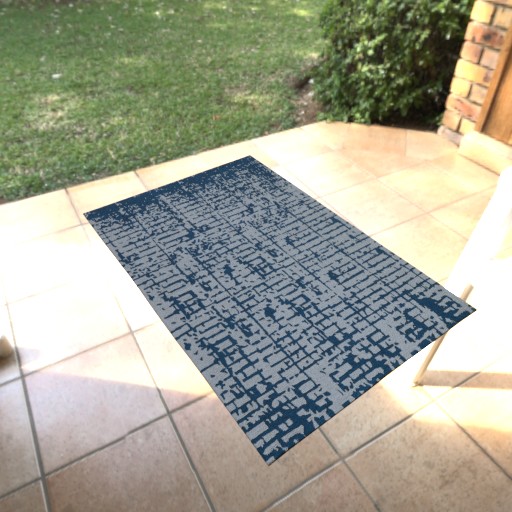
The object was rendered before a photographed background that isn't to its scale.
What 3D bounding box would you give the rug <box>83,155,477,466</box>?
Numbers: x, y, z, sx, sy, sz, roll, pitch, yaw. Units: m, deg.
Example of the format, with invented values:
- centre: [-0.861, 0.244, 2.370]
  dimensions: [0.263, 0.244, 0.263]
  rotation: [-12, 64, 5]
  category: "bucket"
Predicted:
- centre: [0.000, 0.000, 2.350]
  dimensions: [1.220, 0.007, 1.828]
  rotation: [-26, 47, -26]
  category: "rug"
